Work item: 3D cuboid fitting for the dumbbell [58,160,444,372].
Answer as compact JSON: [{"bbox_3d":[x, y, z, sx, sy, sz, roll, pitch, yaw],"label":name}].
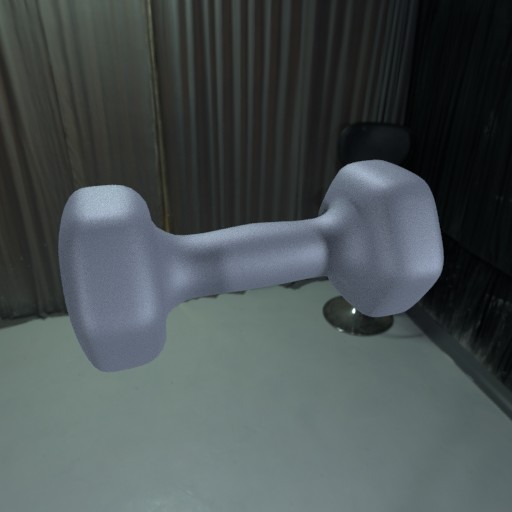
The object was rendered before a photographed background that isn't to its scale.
[{"bbox_3d":[0.000,0.000,0.299,0.240,0.105,0.116,-8,28,-15],"label":"dumbbell"}]
